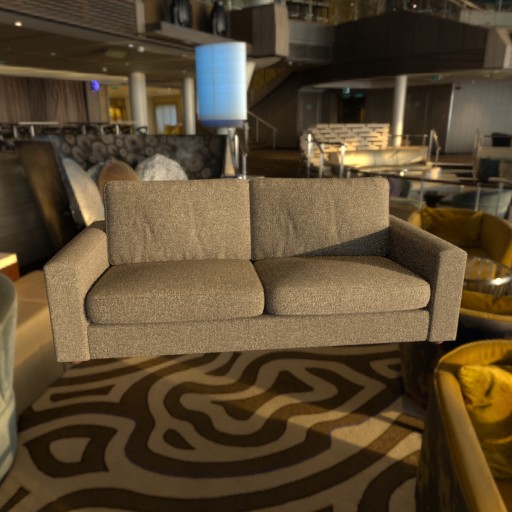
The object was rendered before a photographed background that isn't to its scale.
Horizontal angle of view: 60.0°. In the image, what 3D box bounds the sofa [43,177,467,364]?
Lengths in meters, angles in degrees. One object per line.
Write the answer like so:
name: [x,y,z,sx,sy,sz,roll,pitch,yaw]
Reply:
sofa: [0.000,0.000,2.719,2.179,0.873,1.016,-2,17,-6]
